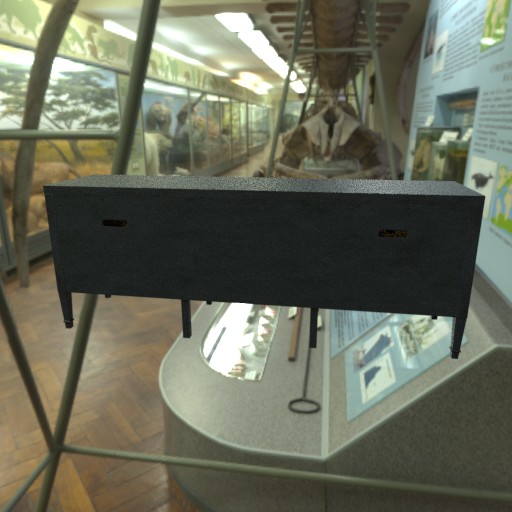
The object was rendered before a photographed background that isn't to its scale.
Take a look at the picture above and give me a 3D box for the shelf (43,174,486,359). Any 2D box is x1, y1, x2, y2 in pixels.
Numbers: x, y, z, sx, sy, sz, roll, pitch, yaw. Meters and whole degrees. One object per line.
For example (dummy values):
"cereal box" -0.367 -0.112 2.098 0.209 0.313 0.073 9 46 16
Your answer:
"shelf" 0.000 0.000 2.186 1.878 0.715 0.471 3 17 9
